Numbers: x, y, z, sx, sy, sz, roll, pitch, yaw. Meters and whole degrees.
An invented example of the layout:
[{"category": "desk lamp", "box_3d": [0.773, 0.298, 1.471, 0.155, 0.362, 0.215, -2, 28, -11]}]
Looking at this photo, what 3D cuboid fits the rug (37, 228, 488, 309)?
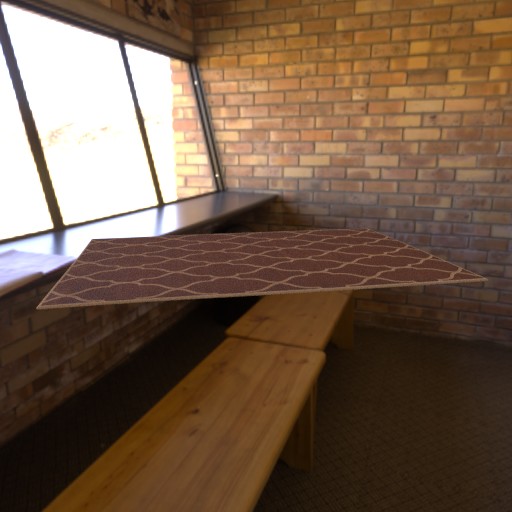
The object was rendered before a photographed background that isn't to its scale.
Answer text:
[{"category": "rug", "box_3d": [0.000, 0.000, 2.909, 2.290, 0.014, 1.526, -3, 14, -11]}]
